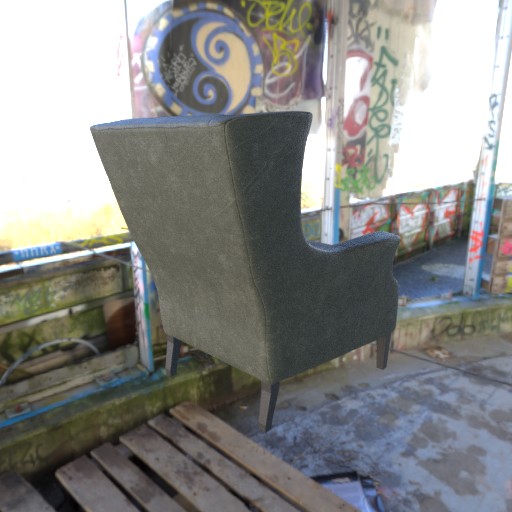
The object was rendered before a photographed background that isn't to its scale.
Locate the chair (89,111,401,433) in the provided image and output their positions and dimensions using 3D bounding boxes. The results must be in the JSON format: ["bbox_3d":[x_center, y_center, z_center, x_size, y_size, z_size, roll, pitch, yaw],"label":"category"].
[{"bbox_3d":[0.000,0.000,1.695,0.853,1.016,0.926,14,20,42],"label":"chair"}]
